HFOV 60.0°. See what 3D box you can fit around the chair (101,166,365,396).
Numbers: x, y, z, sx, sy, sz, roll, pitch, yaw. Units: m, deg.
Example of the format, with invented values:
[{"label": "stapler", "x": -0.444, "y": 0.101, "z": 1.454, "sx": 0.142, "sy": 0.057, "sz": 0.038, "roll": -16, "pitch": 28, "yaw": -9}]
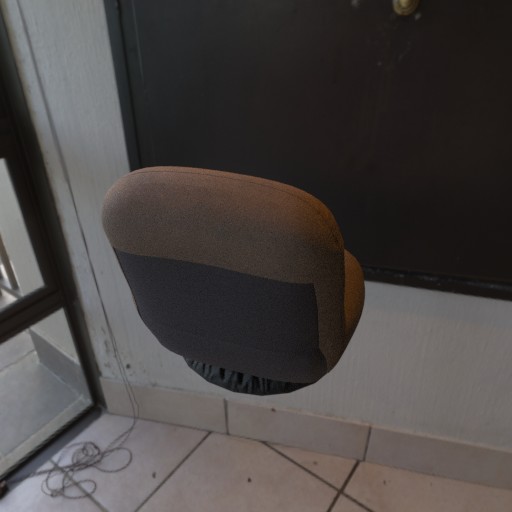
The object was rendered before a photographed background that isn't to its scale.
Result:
[{"label": "chair", "x": 0.000, "y": 0.000, "z": 1.043, "sx": 0.521, "sy": 0.594, "sz": 0.597, "roll": 10, "pitch": 34, "yaw": 15}]
